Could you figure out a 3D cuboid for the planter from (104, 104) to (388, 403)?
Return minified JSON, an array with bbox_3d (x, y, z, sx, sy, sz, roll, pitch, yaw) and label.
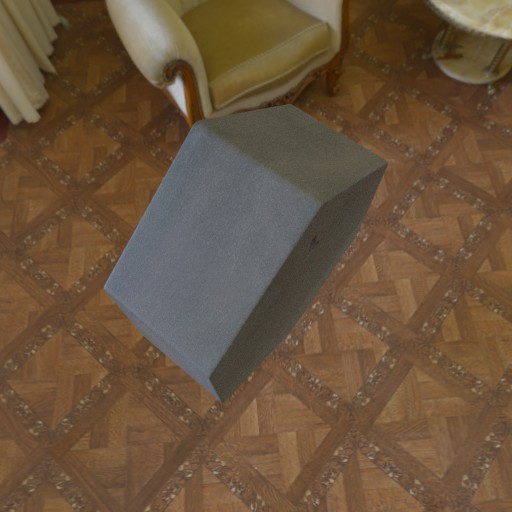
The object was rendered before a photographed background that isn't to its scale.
[{"bbox_3d":[0.000,0.000,0.300,0.077,0.206,0.169,36,70,16],"label":"planter"}]
